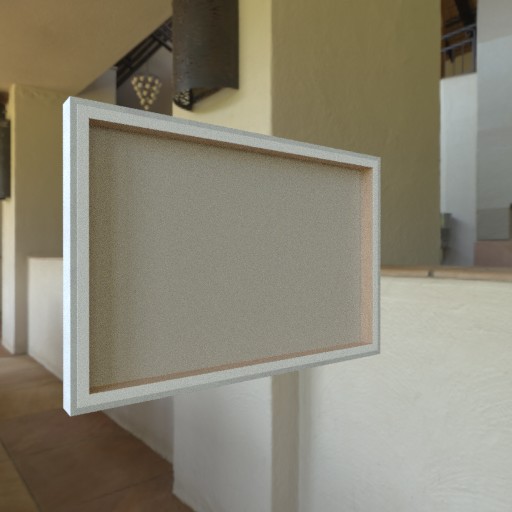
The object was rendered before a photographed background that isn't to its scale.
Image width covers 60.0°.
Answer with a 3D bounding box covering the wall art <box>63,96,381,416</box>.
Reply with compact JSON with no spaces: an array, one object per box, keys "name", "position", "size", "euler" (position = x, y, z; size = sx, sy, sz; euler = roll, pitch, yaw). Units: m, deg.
[{"name":"wall art","position":[0.000,0.000,0.756],"size":[0.609,0.407,0.038],"euler":[0,0,-36]}]
